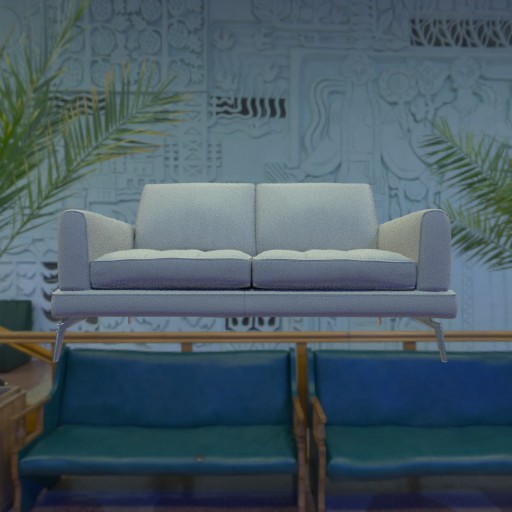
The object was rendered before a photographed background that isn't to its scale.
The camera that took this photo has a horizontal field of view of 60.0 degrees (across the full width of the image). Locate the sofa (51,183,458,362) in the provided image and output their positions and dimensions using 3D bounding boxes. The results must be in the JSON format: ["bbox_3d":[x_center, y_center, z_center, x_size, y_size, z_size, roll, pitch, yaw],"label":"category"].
[{"bbox_3d":[0.000,0.000,2.468,1.819,0.930,1.121,0,-1,1],"label":"sofa"}]
